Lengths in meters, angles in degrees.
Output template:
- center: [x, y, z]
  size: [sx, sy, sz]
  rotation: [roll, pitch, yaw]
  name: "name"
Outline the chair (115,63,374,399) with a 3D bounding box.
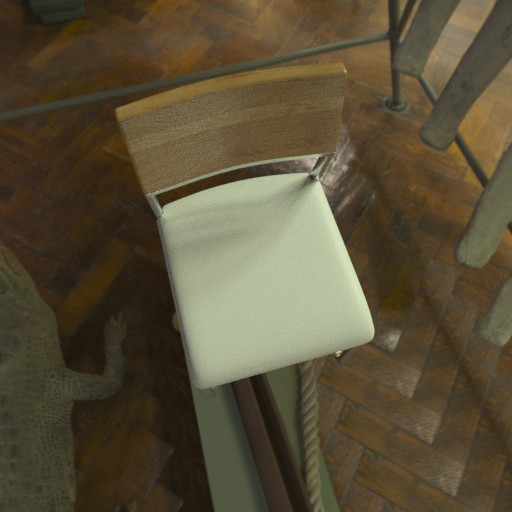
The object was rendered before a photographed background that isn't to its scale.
- center: [0.000, 0.000, 1.175]
  size: [0.467, 0.844, 0.585]
  rotation: [-14, 65, -7]
  name: "chair"
